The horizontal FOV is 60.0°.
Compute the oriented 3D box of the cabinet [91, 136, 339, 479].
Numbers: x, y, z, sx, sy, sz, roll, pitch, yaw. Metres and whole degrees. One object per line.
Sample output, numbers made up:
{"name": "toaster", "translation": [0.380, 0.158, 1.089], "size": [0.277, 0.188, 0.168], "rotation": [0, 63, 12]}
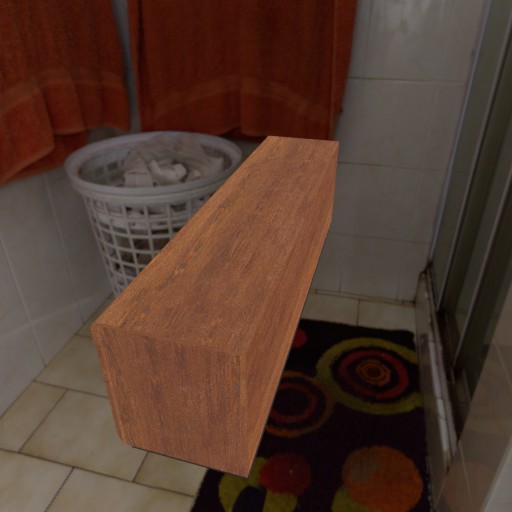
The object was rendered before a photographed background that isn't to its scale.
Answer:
{"name": "cabinet", "translation": [0.000, 0.000, 1.791], "size": [0.419, 0.510, 1.600], "rotation": [9, 32, 14]}
